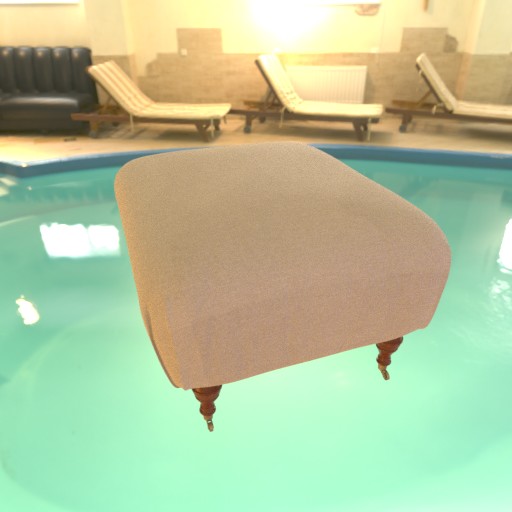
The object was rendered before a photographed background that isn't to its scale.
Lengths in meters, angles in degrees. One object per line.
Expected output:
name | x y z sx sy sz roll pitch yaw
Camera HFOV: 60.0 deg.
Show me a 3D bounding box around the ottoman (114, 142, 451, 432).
ottoman | 0.000 0.000 1.132 0.622 0.450 0.746 -10 32 -17
